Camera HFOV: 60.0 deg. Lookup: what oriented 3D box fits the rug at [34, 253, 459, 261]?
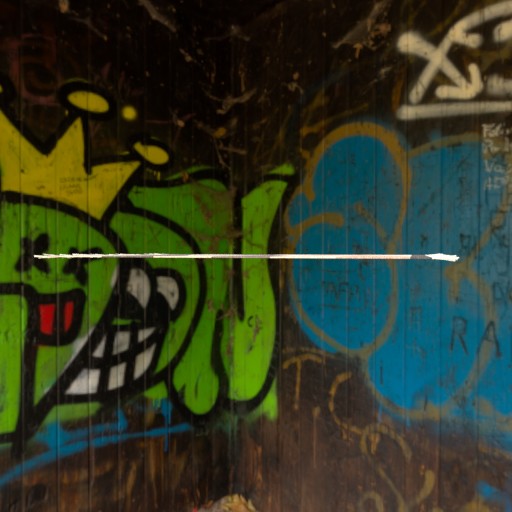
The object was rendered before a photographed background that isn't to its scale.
[{"bbox_3d":[0.000,0.000,2.521,2.021,0.027,1.224,0,1,20],"label":"rug"}]
